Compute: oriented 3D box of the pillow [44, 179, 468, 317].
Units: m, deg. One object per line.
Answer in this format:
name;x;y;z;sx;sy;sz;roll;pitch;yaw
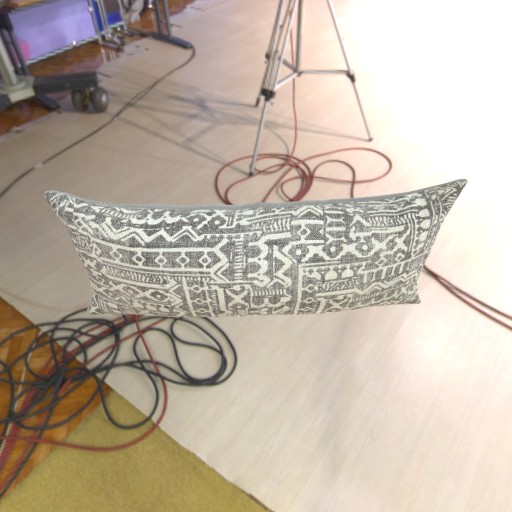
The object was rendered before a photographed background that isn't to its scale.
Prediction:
pillow;0.000;0.000;0.735;0.631;0.290;0.148;-2;46;-2
